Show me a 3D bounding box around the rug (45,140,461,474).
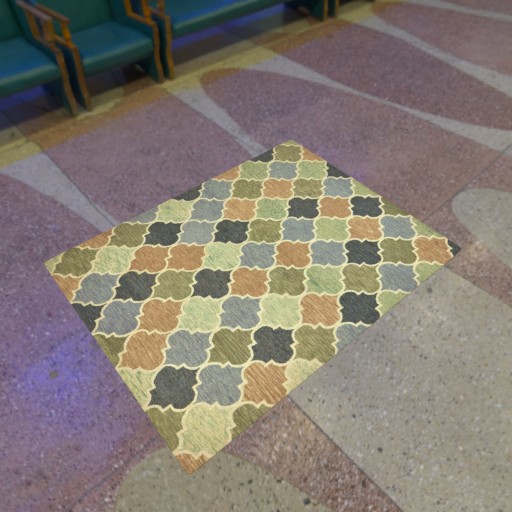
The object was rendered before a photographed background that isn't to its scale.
[{"bbox_3d":[0.000,0.000,4.249,3.200,0.013,2.439,-32,56,-25],"label":"rug"}]
